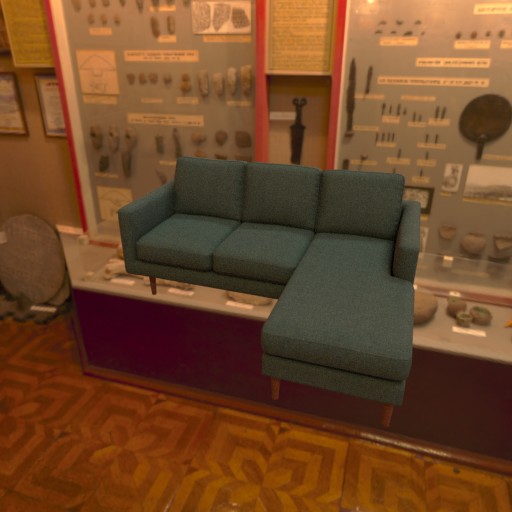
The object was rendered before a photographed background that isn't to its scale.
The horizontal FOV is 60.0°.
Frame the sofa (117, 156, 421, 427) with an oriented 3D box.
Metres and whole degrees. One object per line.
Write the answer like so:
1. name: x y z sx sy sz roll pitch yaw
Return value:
1. sofa: 0.000 0.000 2.993 2.055 0.957 1.667 8 27 17
